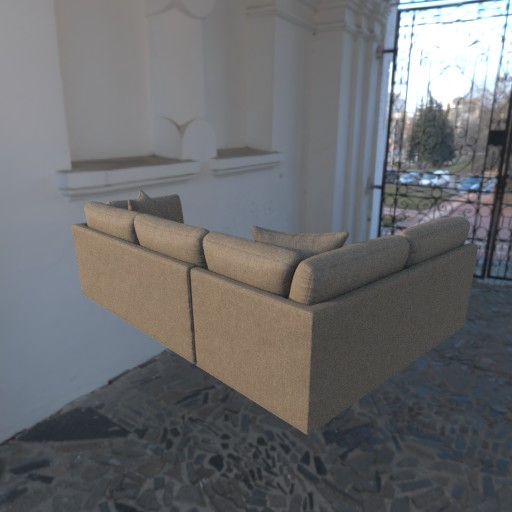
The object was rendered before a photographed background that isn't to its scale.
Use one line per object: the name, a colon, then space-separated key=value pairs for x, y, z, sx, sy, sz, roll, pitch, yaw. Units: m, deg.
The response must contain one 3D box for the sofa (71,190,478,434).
sofa: x=0.000 y=0.000 z=3.801 sx=1.994 sy=0.978 sz=2.896 roll=-14 pitch=21 yaw=-41
